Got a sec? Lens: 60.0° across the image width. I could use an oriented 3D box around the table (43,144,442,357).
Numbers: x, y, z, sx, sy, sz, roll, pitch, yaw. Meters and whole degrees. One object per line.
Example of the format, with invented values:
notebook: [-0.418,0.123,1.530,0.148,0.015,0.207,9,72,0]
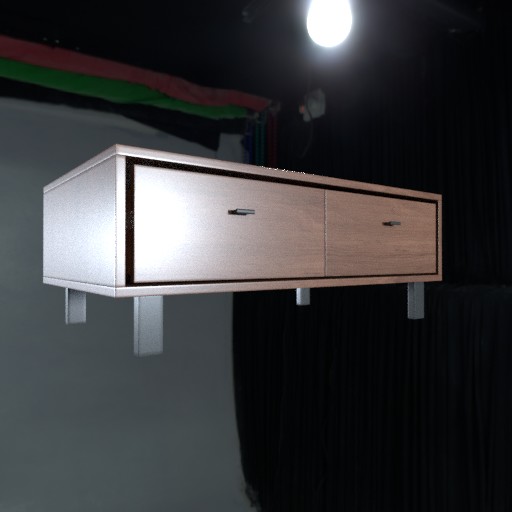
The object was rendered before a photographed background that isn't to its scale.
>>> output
table: [0.000,0.000,1.290,1.020,0.380,0.600,0,0,-37]
